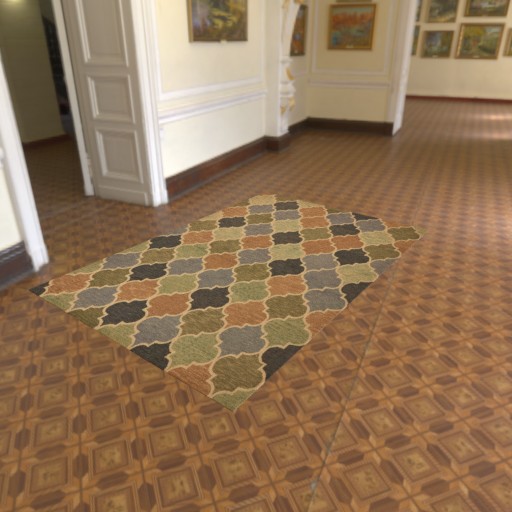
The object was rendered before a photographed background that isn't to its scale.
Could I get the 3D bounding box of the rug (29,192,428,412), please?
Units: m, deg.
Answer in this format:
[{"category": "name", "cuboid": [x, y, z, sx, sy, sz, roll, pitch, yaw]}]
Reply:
[{"category": "rug", "cuboid": [0.000, 0.000, 2.932, 1.521, 0.006, 2.284, 18, 31, 33]}]
